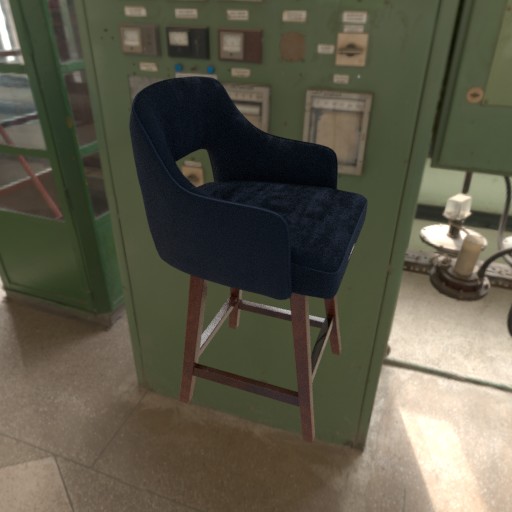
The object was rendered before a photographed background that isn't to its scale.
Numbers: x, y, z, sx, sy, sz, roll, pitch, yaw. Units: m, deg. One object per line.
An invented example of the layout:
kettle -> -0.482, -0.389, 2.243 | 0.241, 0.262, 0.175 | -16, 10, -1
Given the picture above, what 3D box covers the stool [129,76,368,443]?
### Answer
stool -> 0.000, 0.000, 1.306 | 0.560, 0.940, 0.550 | 11, 32, 18
